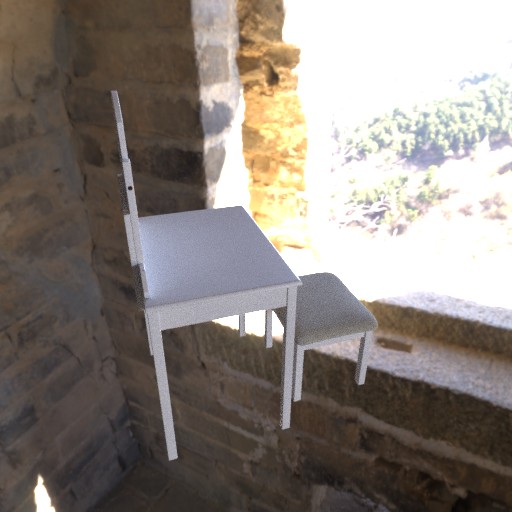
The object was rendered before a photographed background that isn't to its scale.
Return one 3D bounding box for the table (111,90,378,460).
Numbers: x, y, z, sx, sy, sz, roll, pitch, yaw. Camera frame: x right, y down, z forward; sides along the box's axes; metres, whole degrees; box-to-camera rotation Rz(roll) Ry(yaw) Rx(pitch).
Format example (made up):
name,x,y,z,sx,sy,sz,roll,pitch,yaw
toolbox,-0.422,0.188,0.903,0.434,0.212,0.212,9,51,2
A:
name,x,y,z,sx,sy,sz,roll,pitch,yaw
table,0.000,0.000,2.241,1.211,1.631,0.876,-9,30,-16
